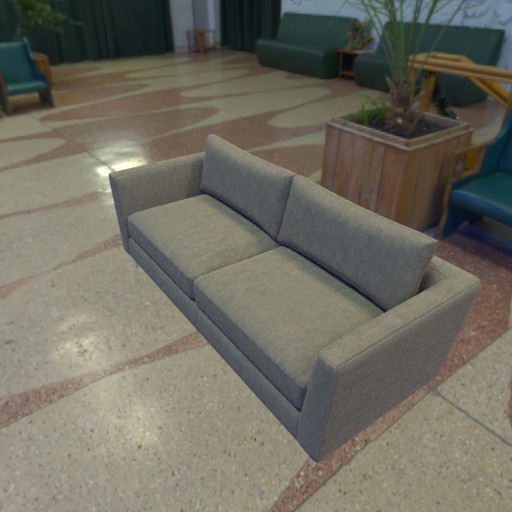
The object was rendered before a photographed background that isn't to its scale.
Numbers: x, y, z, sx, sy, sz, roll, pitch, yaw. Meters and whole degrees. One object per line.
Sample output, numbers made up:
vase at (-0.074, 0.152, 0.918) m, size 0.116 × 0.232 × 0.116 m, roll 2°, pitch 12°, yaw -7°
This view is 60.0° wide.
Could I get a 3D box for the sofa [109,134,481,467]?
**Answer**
sofa at (0.000, 0.000, 2.515) m, size 0.889 × 0.864 × 2.121 m, roll -21°, pitch 38°, yaw -30°
